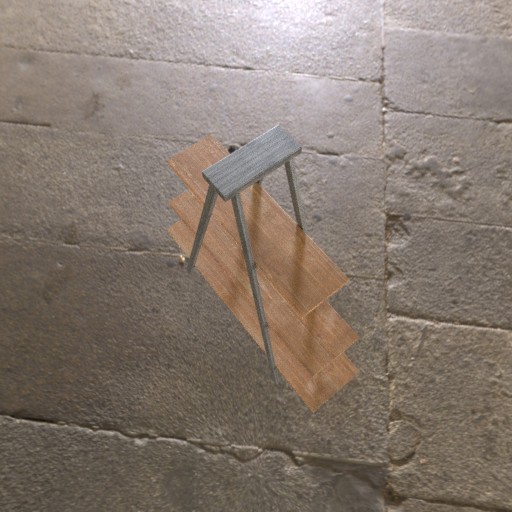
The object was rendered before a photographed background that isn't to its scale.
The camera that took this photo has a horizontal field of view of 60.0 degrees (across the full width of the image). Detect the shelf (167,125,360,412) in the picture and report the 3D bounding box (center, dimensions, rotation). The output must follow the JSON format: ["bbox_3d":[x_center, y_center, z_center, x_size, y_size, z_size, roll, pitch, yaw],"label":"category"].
[{"bbox_3d":[0.000,0.000,2.672,0.508,1.808,1.746,-35,69,-16],"label":"shelf"}]
